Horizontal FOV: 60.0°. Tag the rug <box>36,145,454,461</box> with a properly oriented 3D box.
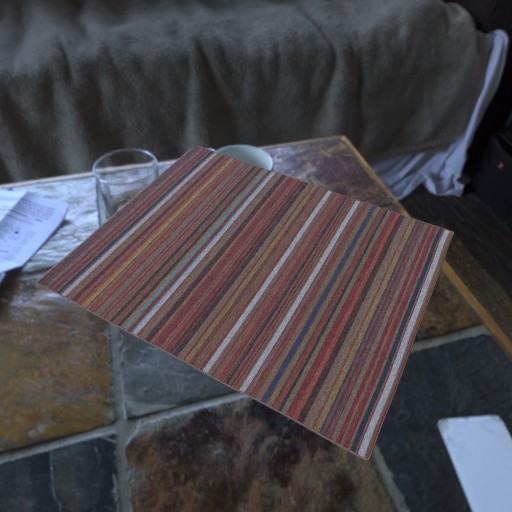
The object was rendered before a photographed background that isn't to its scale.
[{"bbox_3d":[0.000,0.000,4.130,3.092,0.023,2.479,23,51,20],"label":"rug"}]
